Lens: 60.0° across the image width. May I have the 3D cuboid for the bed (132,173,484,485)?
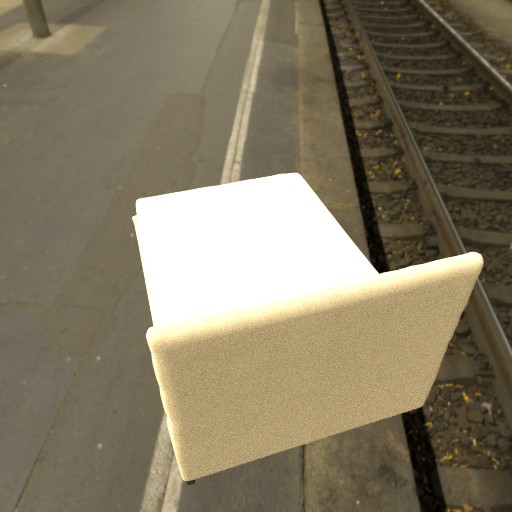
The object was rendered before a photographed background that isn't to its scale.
[{"bbox_3d":[0.000,0.000,3.320,1.698,1.427,2.387,-12,42,-13],"label":"bed"}]
